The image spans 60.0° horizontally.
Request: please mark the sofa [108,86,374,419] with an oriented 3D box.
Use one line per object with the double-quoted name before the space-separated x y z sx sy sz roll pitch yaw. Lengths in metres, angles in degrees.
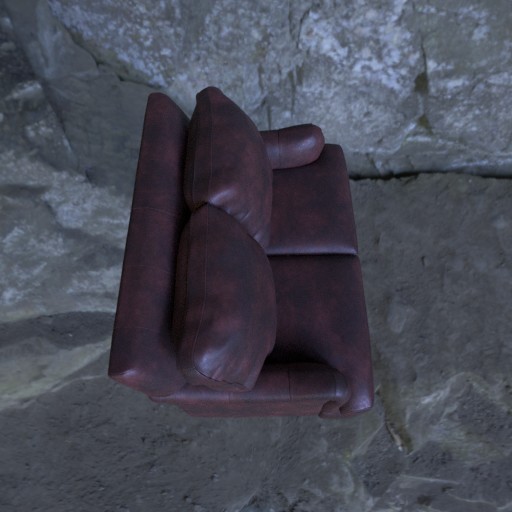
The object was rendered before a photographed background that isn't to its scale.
"sofa" 0.000 0.000 2.408 1.148 1.070 1.628 0 62 0
